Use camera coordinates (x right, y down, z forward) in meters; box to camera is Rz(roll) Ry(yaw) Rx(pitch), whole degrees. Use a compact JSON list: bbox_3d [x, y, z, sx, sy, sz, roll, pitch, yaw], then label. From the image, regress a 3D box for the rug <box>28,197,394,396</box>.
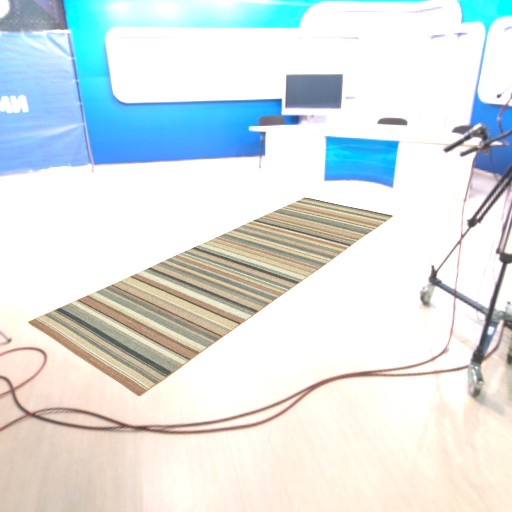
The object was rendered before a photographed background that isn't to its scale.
[{"bbox_3d":[0.000,0.000,2.704,0.799,0.010,2.444,18,30,33],"label":"rug"}]
